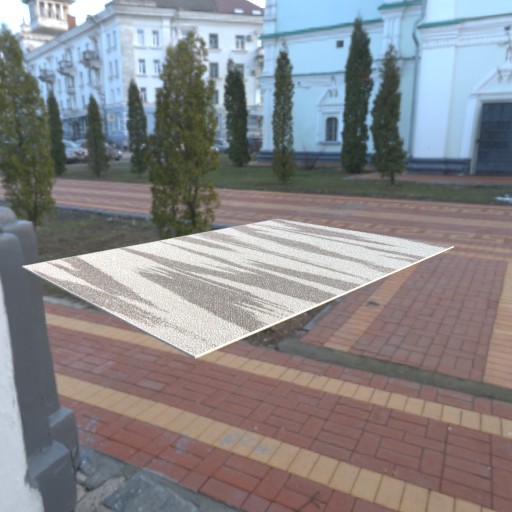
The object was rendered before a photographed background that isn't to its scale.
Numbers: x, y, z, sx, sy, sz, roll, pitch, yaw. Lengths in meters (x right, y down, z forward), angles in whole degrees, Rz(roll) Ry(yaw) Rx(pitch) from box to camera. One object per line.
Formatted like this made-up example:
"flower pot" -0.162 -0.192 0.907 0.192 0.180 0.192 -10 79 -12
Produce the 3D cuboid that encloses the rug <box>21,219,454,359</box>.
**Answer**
"rug" 0.000 0.000 2.663 1.533 0.010 2.142 14 20 42
